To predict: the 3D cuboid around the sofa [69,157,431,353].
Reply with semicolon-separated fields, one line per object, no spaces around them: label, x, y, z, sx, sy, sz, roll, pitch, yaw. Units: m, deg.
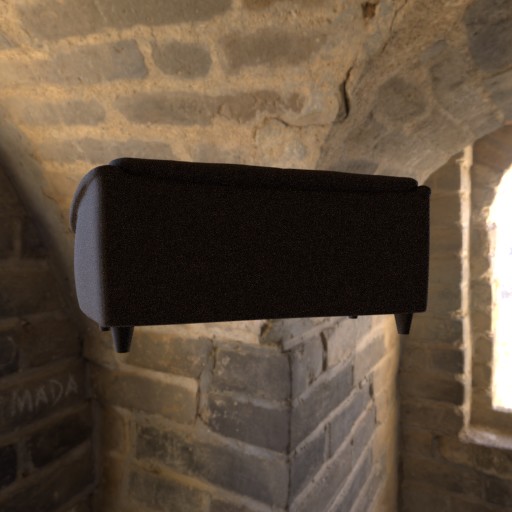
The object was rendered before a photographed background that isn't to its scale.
sofa;0.000;0.000;2.335;1.849;0.790;0.887;0;0;-19
